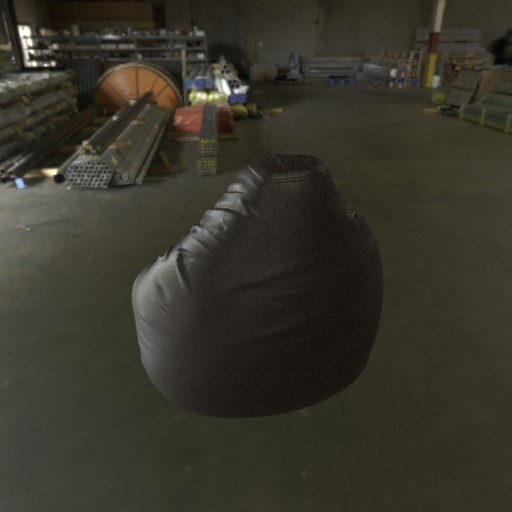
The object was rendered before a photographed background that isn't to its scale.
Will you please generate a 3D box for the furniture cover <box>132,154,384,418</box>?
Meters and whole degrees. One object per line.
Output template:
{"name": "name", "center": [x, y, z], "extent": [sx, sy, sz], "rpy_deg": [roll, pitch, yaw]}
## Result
{"name": "furniture cover", "center": [0.000, 0.000, 1.904], "extent": [1.070, 0.990, 1.070], "rpy_deg": [-9, 28, -18]}
